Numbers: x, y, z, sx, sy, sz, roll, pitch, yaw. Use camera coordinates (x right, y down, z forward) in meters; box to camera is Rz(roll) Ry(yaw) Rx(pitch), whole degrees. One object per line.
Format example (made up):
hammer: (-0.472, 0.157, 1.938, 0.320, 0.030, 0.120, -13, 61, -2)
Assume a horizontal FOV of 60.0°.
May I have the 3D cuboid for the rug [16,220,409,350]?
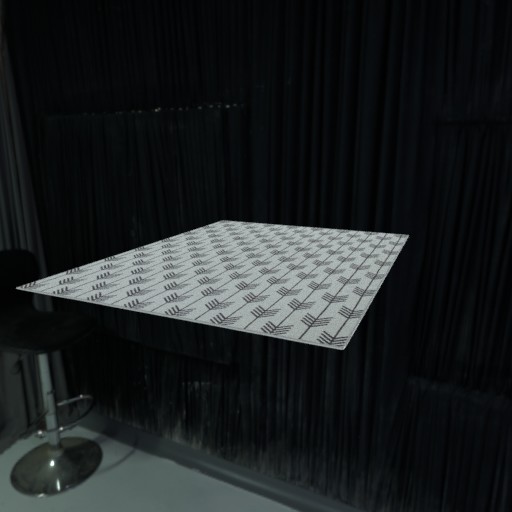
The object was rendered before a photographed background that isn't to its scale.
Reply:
rug: (0.000, 0.000, 4.004, 2.330, 0.010, 3.061, 6, 16, 23)
